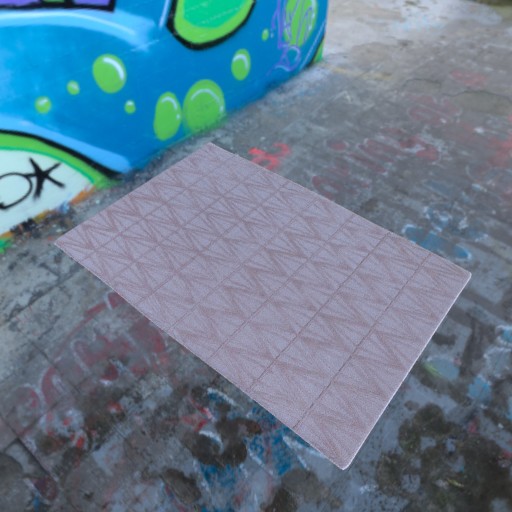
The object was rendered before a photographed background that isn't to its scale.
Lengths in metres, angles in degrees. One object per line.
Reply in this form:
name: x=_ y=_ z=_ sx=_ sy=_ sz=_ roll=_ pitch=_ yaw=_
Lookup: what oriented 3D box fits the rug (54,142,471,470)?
rug: x=0.000 y=0.000 z=2.311 sx=1.837 sy=0.025 sz=1.230 roll=31 pitch=55 yaw=26
